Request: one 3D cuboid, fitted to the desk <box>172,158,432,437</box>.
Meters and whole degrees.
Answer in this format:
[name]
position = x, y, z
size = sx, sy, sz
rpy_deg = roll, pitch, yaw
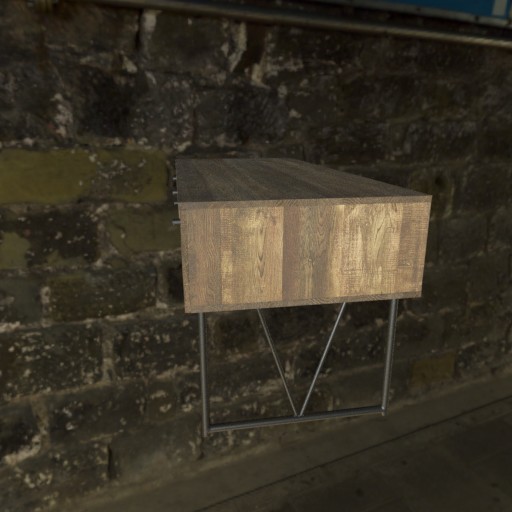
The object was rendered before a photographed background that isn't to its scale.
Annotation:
[desk]
position = 0.000, 0.000, 2.060
size = 0.730, 0.780, 1.600
rpy_deg = -3, 17, -10
